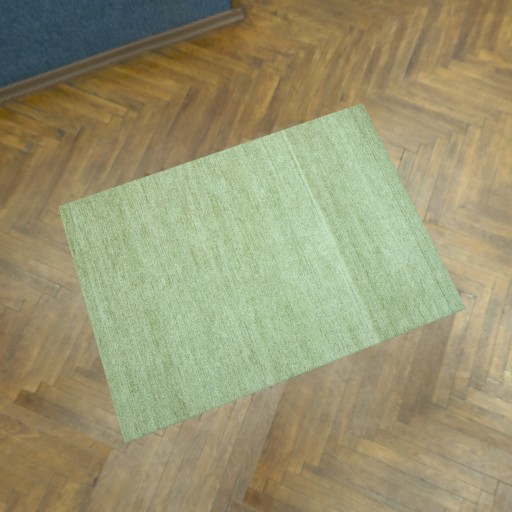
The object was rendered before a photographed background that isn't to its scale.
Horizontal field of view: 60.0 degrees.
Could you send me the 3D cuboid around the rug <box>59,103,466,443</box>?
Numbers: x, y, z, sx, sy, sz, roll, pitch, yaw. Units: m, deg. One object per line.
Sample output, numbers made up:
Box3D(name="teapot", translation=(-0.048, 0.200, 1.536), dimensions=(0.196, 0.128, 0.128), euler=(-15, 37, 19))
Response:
Box3D(name="rug", translation=(0.000, 0.000, 2.926), dimensions=(2.270, 0.017, 1.606), euler=(-20, 76, -5))
